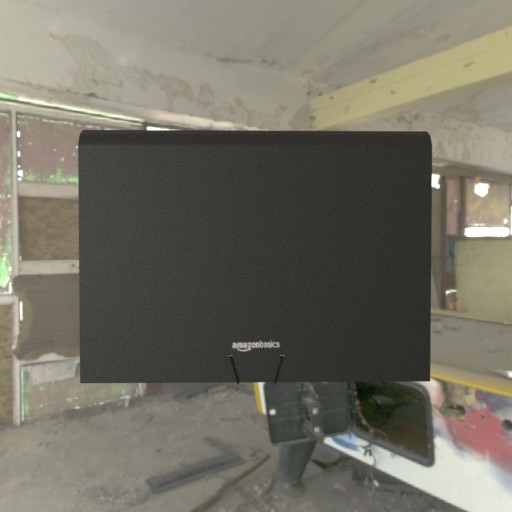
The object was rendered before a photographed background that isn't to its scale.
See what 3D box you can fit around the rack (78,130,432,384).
[{"bbox_3d":[0.000,0.000,0.433,0.330,0.241,0.041,0,2,-1],"label":"rack"}]
